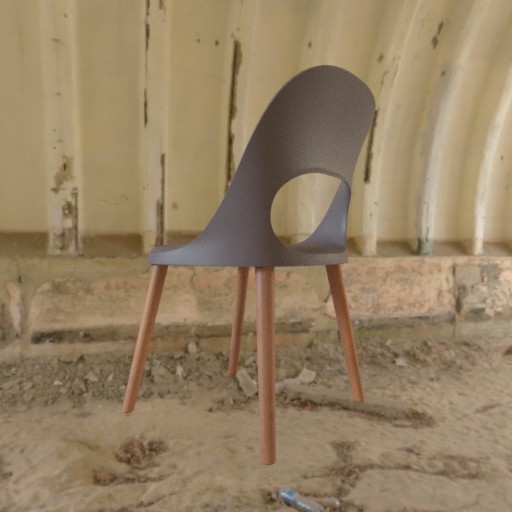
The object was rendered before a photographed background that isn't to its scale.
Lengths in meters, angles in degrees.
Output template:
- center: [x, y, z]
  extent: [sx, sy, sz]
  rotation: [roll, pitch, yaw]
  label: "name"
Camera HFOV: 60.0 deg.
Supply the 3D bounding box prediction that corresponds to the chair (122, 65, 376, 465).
- center: [0.000, 0.000, 1.142]
  extent: [0.556, 0.794, 0.470]
  rotation: [1, 1, 37]
  label: "chair"
